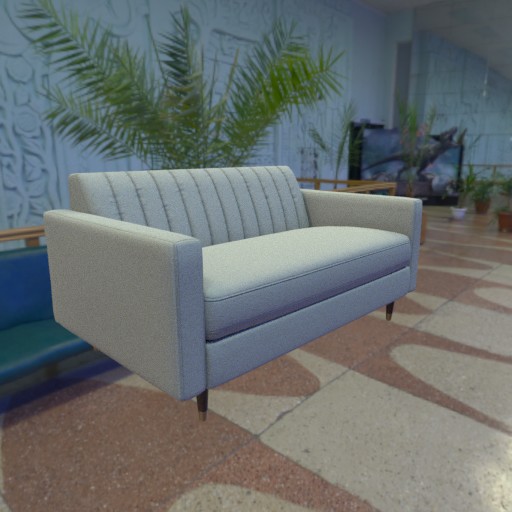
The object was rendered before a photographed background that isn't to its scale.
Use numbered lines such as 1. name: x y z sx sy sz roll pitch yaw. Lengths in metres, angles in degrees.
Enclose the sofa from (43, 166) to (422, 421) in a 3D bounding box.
1. sofa: 0.000 0.000 2.123 0.950 0.801 1.585 13 19 43
